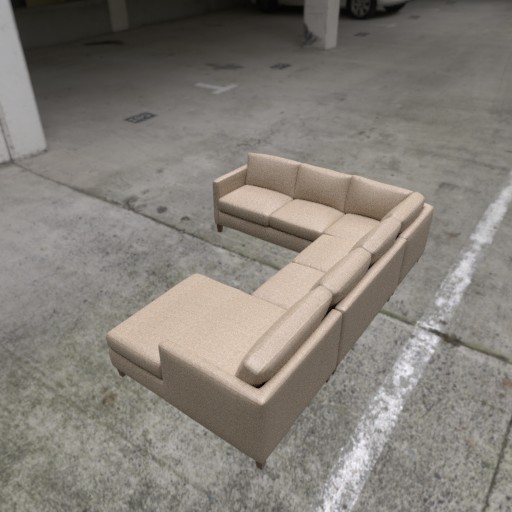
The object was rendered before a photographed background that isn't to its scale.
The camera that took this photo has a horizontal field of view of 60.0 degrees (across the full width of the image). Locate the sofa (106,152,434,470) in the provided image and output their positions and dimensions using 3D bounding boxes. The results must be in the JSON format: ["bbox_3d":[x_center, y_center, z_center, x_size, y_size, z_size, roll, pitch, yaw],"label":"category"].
[{"bbox_3d":[0.000,0.000,4.629,2.594,0.961,3.460,21,38,30],"label":"sofa"}]
